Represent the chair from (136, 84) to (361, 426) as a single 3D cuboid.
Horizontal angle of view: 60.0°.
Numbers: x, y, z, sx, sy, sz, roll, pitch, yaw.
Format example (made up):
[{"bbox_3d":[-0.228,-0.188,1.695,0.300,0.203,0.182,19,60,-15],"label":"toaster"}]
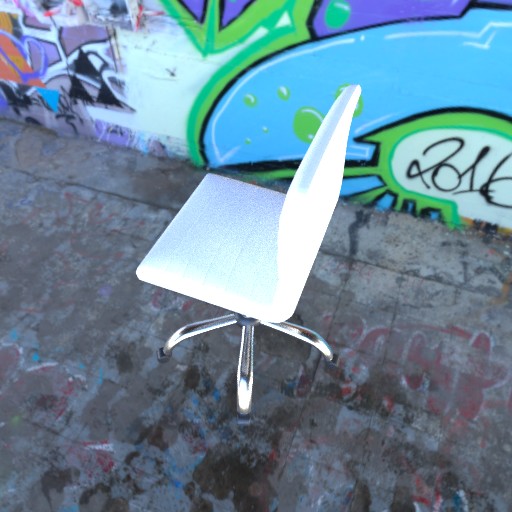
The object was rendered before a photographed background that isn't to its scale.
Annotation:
[{"bbox_3d":[0.000,0.000,1.109,0.530,0.780,0.556,16,49,14],"label":"chair"}]
